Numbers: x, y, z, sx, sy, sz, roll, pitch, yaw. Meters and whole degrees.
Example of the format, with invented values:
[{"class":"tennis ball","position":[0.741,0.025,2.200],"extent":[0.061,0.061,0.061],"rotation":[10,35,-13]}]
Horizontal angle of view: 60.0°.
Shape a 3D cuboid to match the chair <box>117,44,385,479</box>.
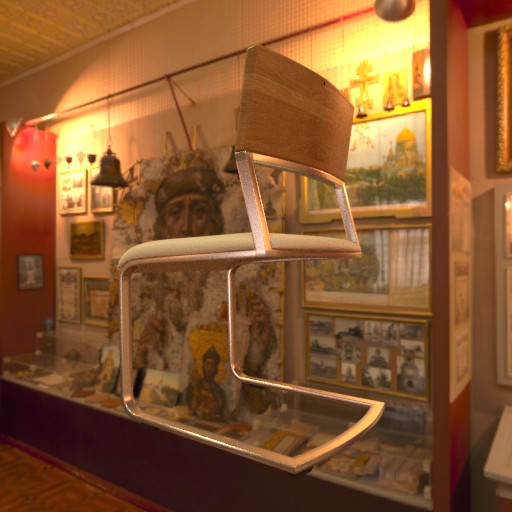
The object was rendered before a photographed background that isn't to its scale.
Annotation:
[{"class":"chair","position":[0.000,0.000,1.170],"extent":[0.585,0.844,0.467],"rotation":[0,-1,37]}]
